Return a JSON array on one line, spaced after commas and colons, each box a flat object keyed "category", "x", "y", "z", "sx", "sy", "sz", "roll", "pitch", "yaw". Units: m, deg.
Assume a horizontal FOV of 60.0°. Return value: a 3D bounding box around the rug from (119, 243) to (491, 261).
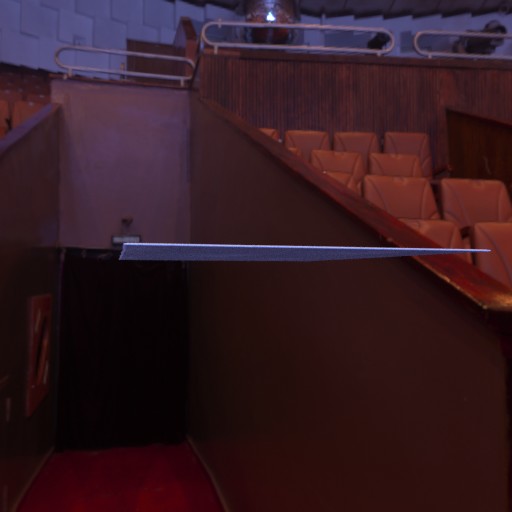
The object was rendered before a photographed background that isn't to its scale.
[{"category": "rug", "x": 0.000, "y": 0.000, "z": 4.036, "sx": 2.363, "sy": 0.012, "sz": 2.980, "roll": 1, "pitch": -2, "yaw": -18}]
